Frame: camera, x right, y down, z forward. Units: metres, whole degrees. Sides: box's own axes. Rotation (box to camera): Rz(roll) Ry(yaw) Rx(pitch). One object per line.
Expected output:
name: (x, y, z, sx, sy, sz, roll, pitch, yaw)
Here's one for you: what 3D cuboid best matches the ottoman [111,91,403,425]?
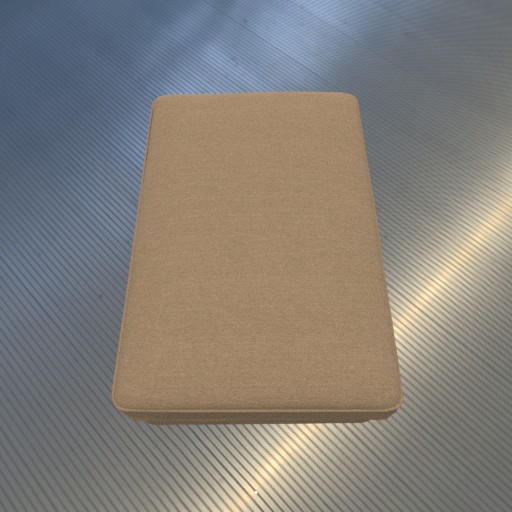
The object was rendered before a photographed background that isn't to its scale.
ottoman: (0.000, 0.000, 1.304, 0.636, 0.521, 0.945, 0, 62, 0)
